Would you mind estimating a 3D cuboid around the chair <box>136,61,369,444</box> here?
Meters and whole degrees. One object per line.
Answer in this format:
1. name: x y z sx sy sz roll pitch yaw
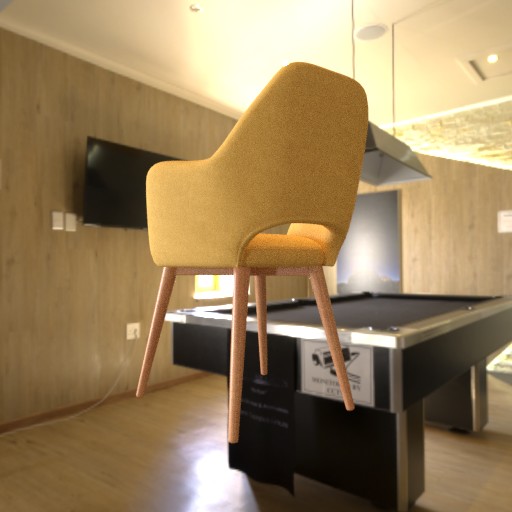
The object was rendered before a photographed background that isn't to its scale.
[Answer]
1. chair: 0.000 0.000 1.234 0.590 0.840 0.610 1 -1 -36
